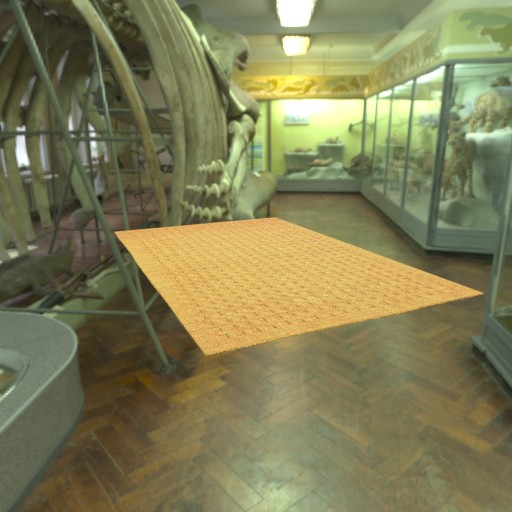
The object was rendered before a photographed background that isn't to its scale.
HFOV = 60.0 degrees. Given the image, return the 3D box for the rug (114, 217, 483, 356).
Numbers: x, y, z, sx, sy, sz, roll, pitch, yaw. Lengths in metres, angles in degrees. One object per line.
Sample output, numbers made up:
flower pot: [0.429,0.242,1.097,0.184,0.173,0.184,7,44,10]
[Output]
rug: [0.000,0.000,2.247,1.143,0.006,1.747,-7,17,-24]
